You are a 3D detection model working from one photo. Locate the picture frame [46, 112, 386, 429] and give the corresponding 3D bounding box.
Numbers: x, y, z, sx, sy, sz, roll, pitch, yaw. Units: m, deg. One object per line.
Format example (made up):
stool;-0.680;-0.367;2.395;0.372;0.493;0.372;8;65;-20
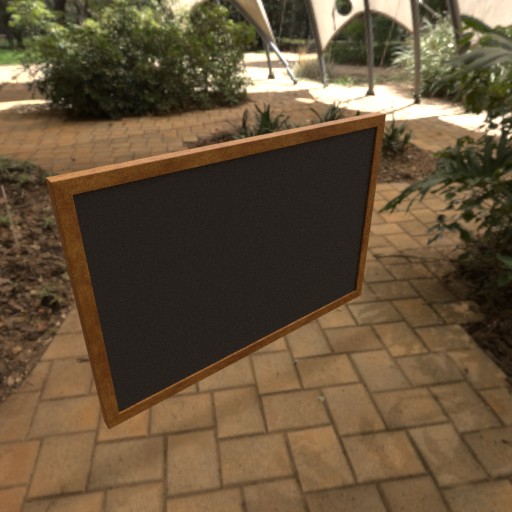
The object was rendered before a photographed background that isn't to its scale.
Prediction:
picture frame;0.000;0.000;1.171;0.922;0.621;0.029;-21;35;-33
